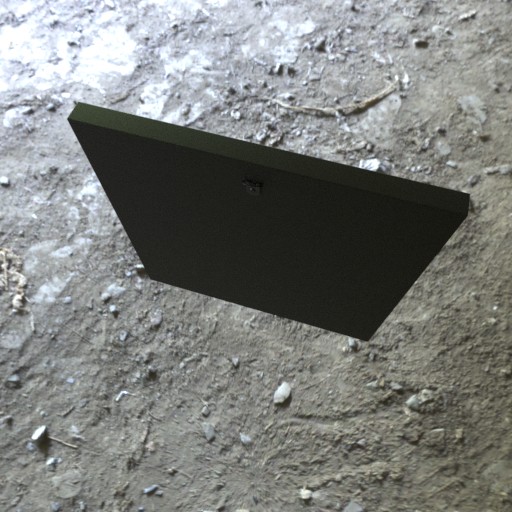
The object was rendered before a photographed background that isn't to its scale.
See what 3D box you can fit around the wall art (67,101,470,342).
[{"bbox_3d":[0.000,0.000,0.527,0.349,0.349,0.038,15,64,8],"label":"wall art"}]
